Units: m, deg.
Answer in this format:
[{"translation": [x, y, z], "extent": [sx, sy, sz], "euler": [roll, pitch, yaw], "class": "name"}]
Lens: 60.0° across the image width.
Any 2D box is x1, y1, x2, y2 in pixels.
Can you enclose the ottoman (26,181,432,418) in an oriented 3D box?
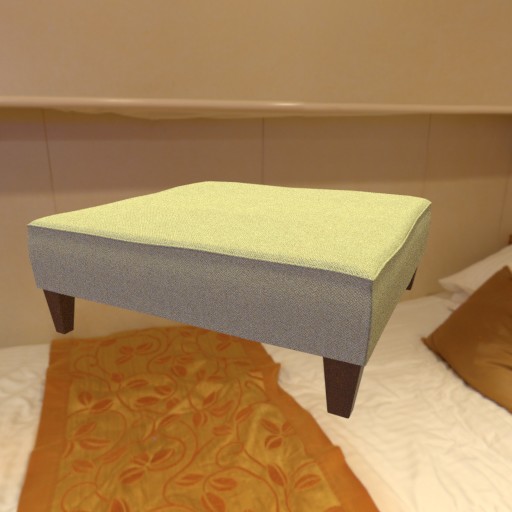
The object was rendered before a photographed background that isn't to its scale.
[{"translation": [0.000, 0.000, 1.504], "extent": [1.004, 0.379, 0.968], "euler": [8, 19, 26], "class": "ottoman"}]
